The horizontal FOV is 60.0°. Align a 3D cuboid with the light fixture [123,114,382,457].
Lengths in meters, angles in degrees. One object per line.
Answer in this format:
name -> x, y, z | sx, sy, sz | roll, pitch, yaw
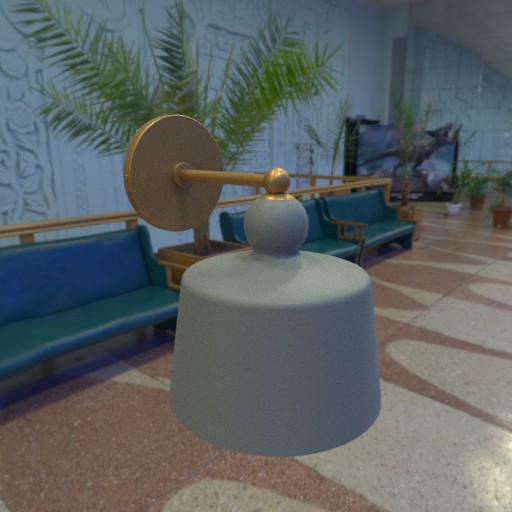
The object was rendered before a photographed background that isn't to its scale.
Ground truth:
light fixture -> 0.000, 0.000, 0.423 | 0.254, 0.268, 0.204 | 13, 19, 42
